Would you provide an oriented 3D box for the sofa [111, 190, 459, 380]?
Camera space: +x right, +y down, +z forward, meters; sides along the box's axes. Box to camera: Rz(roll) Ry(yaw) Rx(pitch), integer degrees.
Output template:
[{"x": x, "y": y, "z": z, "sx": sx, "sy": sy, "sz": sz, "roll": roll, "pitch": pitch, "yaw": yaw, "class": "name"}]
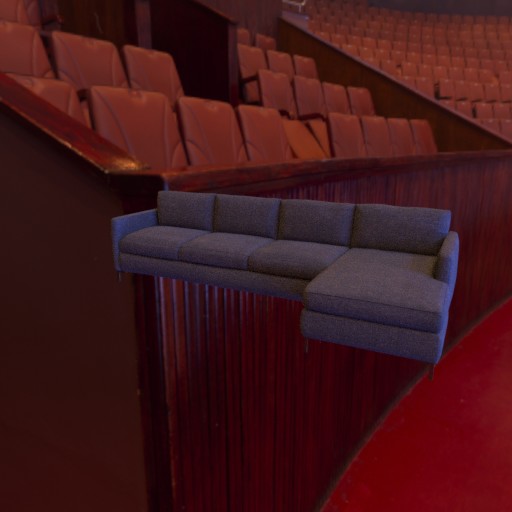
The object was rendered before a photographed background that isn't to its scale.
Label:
[{"x": 0.000, "y": 0.000, "z": 3.560, "sx": 2.932, "sy": 0.810, "sz": 1.350, "roll": 7, "pitch": 17, "yaw": 26, "class": "sofa"}]
